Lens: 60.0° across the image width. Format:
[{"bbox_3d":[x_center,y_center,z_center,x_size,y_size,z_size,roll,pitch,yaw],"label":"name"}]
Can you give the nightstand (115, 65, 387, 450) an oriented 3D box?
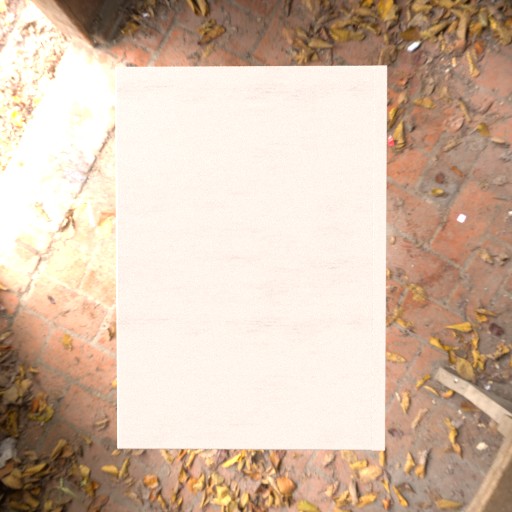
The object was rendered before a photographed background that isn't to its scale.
[{"bbox_3d":[0.000,0.000,1.011,0.447,0.604,0.614,0,91,1],"label":"nightstand"}]
